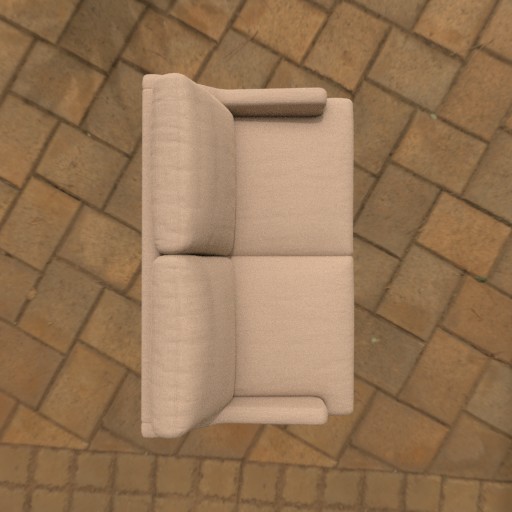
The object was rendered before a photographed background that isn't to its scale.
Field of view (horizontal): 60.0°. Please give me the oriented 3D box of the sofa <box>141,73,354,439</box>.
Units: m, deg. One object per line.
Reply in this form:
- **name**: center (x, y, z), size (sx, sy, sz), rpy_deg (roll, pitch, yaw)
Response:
- **sofa**: center (0.000, 0.000, 2.183), size (1.004, 0.910, 1.619), rpy_deg (0, 89, -1)
